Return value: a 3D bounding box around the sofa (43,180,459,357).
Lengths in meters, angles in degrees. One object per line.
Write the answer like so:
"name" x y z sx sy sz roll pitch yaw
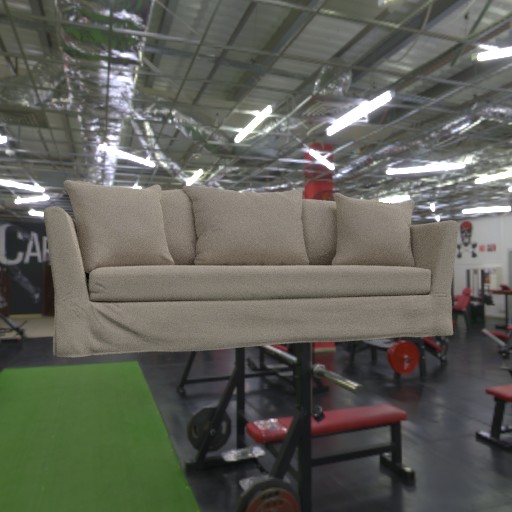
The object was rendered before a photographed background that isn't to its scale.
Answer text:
"sofa" 0.000 0.000 3.013 2.499 1.047 1.046 0 -1 -17
